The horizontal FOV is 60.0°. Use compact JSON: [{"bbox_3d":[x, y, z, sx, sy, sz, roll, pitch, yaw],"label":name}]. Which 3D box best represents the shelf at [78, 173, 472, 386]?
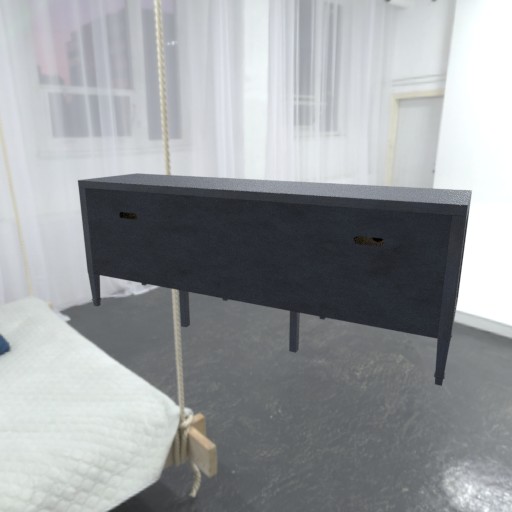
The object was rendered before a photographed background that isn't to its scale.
[{"bbox_3d":[0.000,0.000,2.238,1.878,0.715,0.471,8,17,26],"label":"shelf"}]
